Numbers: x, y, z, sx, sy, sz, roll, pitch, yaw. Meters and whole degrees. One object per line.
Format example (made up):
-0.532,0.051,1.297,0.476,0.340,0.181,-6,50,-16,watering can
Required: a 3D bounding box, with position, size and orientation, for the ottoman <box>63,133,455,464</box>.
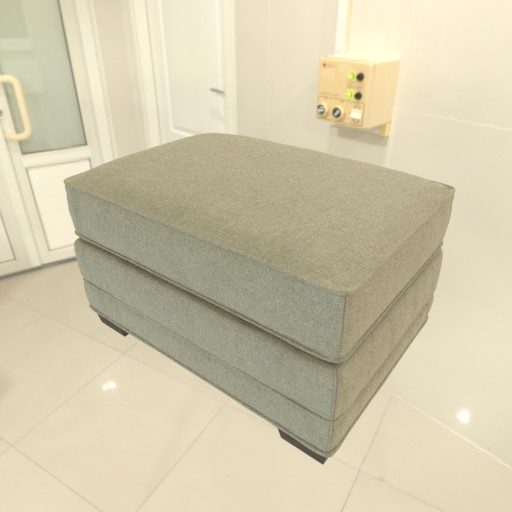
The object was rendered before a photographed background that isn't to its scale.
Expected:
0.000,0.000,1.212,0.848,0.508,0.611,22,37,32,ottoman
